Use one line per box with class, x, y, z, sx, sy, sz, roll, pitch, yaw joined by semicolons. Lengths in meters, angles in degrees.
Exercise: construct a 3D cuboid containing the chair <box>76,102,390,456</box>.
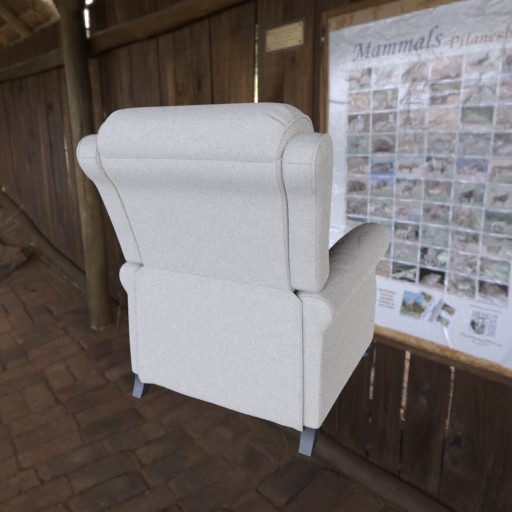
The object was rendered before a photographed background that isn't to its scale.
chair;0.000;0.000;1.687;0.859;1.046;0.919;8;17;27
